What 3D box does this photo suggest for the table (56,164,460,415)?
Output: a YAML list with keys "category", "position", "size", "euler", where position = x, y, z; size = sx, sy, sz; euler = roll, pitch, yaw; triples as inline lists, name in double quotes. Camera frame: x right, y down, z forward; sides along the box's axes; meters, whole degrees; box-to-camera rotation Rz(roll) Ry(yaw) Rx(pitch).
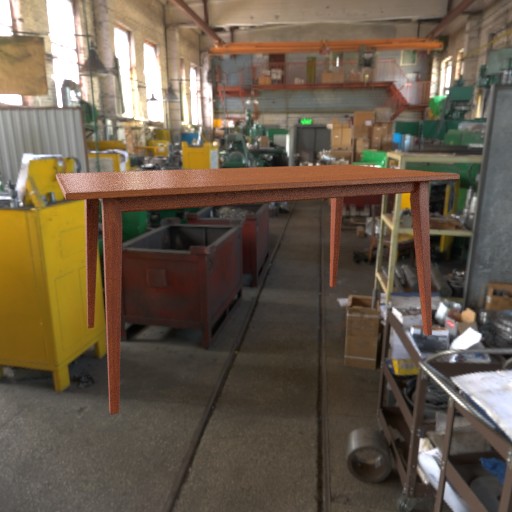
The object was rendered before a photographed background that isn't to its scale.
- category: "table"
  position: [0.000, 0.000, 2.069]
  size: [1.609, 0.755, 0.811]
  euler: [-7, 16, -24]
